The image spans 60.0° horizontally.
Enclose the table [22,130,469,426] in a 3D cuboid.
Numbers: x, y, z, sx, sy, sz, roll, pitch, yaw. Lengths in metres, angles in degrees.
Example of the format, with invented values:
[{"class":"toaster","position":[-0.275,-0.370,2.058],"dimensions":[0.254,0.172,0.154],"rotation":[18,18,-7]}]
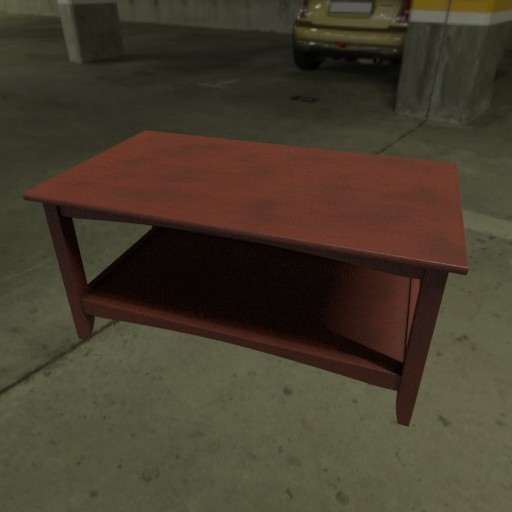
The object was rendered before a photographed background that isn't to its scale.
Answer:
[{"class":"table","position":[0.000,0.000,1.209],"dimensions":[0.943,0.456,0.533],"rotation":[10,33,16]}]
